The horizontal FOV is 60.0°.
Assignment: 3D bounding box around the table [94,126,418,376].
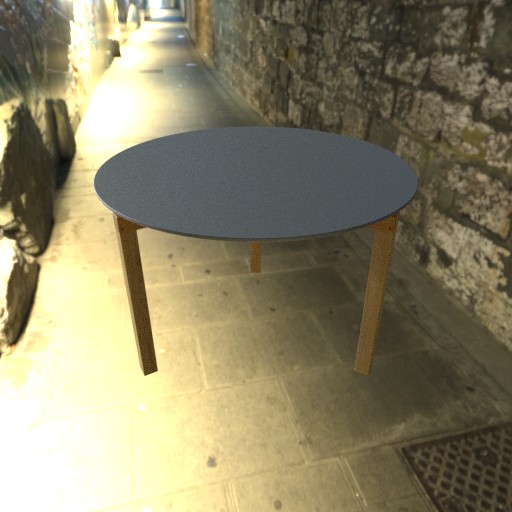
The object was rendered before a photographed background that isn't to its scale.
[{"bbox_3d":[0.000,0.000,0.960,0.600,0.405,0.600,0,30,0],"label":"table"}]
